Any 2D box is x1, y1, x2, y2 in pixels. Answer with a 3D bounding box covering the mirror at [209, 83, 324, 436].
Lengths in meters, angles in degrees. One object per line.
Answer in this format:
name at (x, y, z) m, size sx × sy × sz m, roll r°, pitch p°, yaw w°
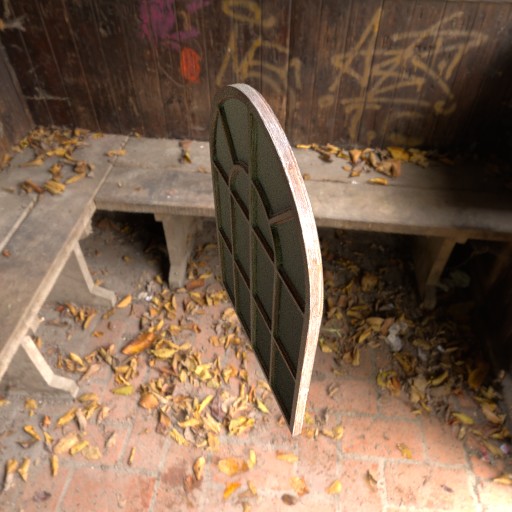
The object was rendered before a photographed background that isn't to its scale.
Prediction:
mirror at (0.000, 0.000, 1.218) m, size 0.032 × 0.920 × 0.660 m, roll -16°, pitch 48°, yaw -15°
